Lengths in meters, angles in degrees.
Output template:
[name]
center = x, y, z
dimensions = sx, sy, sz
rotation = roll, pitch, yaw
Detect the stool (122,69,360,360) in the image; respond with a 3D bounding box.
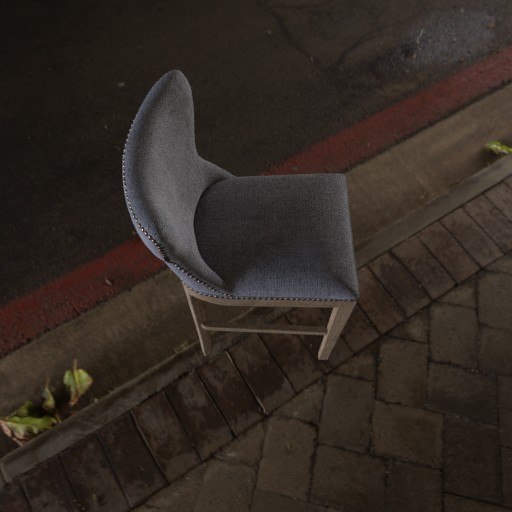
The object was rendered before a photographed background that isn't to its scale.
[stool]
center = 0.000, 0.000, 1.478
dimensions = 0.606, 1.123, 0.494
rotation = 0, 63, 0
